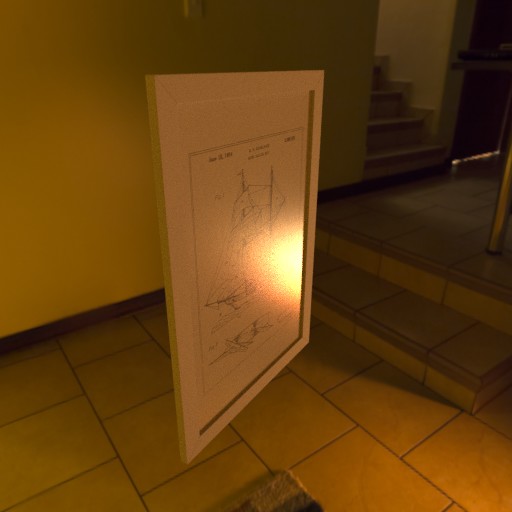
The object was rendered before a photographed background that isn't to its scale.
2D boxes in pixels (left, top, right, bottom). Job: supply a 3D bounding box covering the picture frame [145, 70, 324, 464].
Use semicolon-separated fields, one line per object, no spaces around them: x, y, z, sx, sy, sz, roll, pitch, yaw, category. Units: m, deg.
0.000;0.000;0.598;0.011;0.459;0.326;15;28;31;picture frame
